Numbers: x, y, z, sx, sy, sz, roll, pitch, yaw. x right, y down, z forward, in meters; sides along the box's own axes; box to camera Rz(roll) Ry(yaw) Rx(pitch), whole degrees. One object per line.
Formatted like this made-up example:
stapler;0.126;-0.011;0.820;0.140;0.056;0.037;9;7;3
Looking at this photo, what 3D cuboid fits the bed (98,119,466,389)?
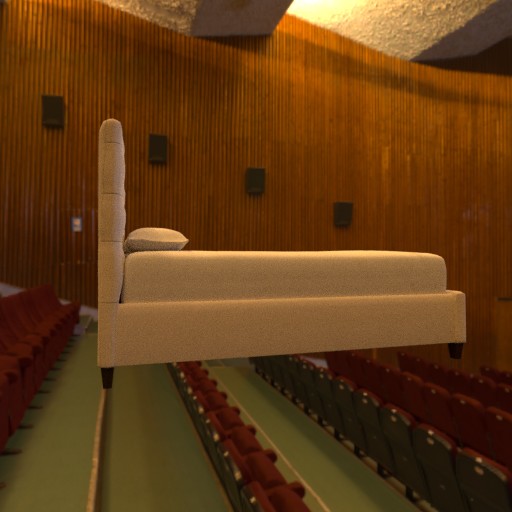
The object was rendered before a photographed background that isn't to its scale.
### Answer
bed;0.000;0.000;3.645;2.387;1.427;2.078;0;-1;-18
